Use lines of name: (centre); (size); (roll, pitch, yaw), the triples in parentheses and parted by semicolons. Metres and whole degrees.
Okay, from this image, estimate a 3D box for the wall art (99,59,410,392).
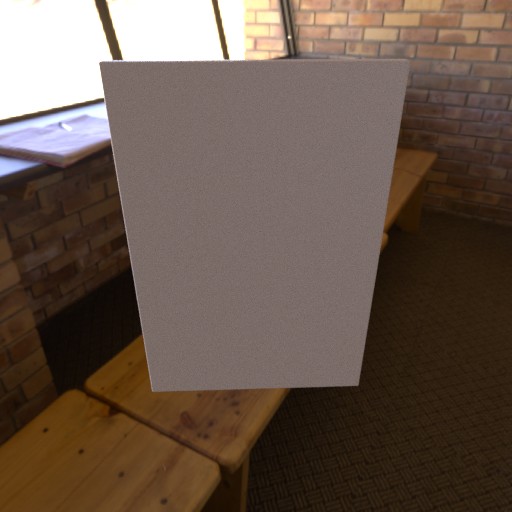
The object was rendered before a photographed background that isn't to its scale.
wall art: (0.000, 0.000, 1.455); (0.808, 1.183, 0.038); (-1, 30, -2)
